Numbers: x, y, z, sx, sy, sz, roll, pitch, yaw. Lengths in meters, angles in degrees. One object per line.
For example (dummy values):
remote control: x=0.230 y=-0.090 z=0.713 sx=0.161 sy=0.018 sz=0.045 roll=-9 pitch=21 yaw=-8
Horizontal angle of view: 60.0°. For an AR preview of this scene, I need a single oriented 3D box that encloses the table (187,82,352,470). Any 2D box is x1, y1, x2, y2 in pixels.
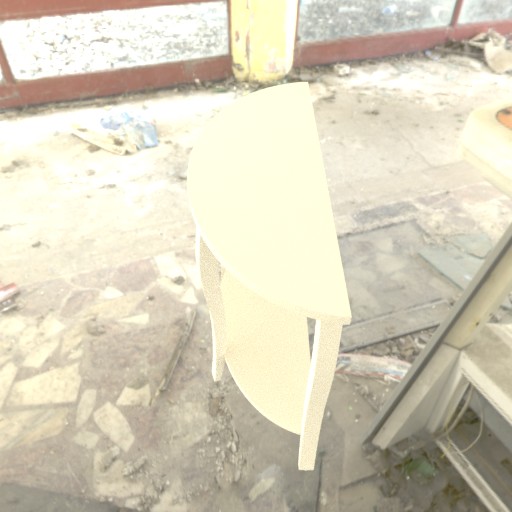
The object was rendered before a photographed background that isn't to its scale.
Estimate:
table: x=0.000 y=0.000 z=1.576 sx=0.394 sy=0.780 sz=1.219 roll=1 pitch=42 yaw=1
